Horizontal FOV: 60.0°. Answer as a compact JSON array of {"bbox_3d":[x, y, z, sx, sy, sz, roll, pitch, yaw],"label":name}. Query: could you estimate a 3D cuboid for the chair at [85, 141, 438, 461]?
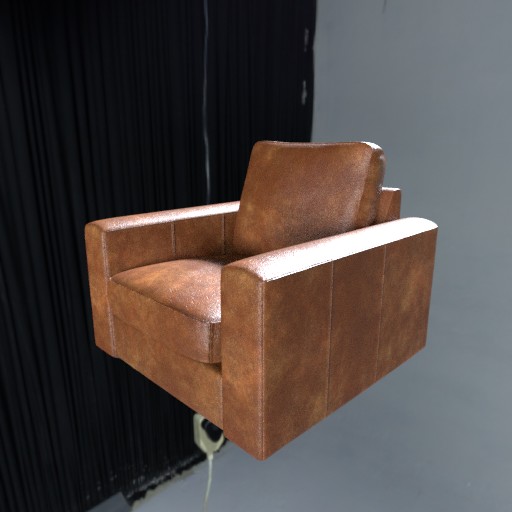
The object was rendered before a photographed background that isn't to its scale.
[{"bbox_3d":[0.000,0.000,1.750,1.016,0.873,1.005,-14,20,-43],"label":"chair"}]
